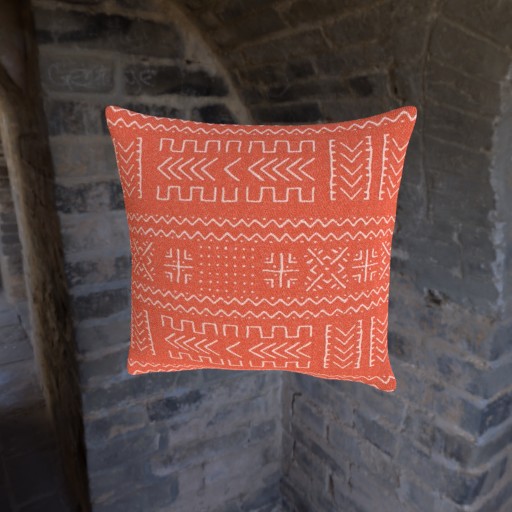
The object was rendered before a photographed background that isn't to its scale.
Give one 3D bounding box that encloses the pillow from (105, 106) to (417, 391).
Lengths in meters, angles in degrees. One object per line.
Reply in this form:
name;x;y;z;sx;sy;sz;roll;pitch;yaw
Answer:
pillow;0.000;0.000;0.662;0.438;0.429;0.164;2;15;8
